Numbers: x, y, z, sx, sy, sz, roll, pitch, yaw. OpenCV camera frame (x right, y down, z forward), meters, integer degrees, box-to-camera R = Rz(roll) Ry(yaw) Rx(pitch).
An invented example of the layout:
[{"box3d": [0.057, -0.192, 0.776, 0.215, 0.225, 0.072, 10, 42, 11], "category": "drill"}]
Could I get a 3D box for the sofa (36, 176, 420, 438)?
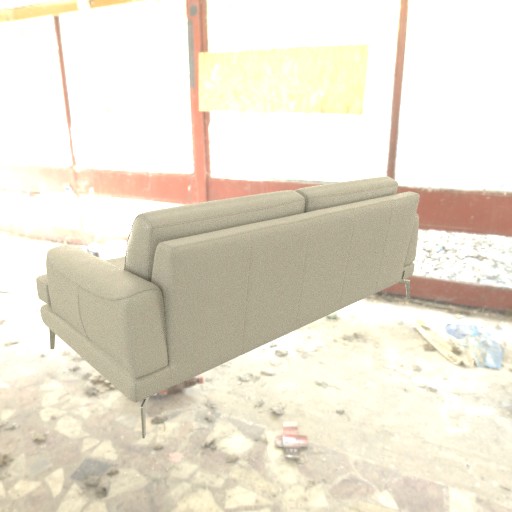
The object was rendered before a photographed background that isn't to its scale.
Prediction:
[{"box3d": [0.000, 0.000, 2.347, 1.940, 0.765, 0.974, -15, 22, -41], "category": "sofa"}]
